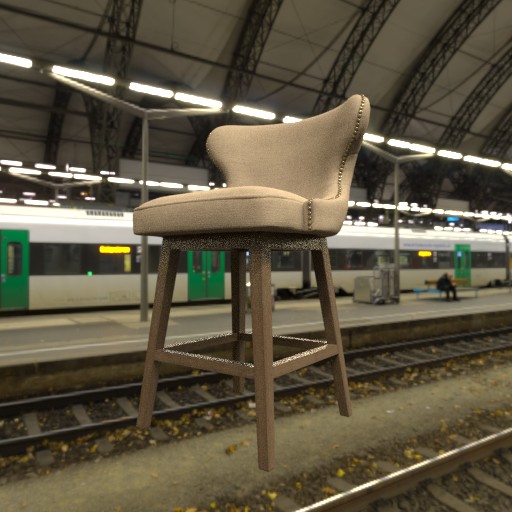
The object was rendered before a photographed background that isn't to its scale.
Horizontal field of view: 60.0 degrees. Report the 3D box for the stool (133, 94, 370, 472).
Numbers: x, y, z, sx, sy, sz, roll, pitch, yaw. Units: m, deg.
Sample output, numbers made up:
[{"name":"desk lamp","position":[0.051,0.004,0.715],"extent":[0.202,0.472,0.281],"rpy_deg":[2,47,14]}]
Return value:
[{"name":"stool","position":[0.000,0.000,1.337],"extent":[0.615,0.972,0.597],"rpy_deg":[-1,-1,36]}]
